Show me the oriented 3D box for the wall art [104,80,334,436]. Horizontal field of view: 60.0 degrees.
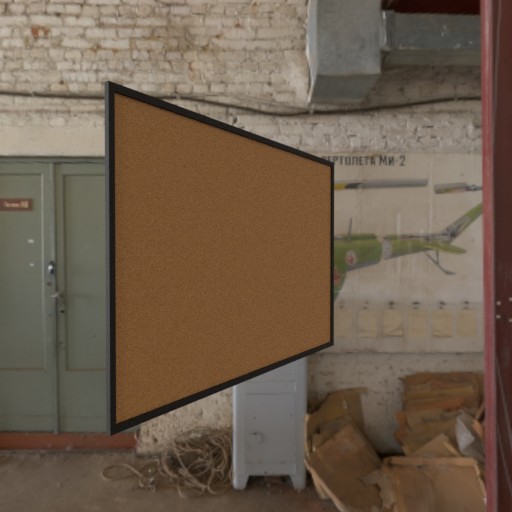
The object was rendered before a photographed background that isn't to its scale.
[{"bbox_3d":[0.000,0.000,1.225,0.013,0.665,0.963,1,1,35],"label":"wall art"}]
